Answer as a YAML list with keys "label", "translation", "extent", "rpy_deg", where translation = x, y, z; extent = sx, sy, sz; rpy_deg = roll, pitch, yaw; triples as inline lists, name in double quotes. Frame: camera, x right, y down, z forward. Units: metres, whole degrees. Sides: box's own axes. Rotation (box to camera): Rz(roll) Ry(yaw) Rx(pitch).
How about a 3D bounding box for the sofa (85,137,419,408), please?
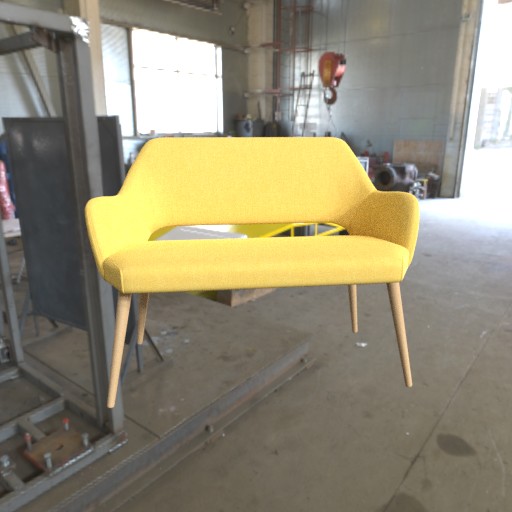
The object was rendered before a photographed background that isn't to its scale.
- label: "sofa"
  translation: [0.000, 0.000, 1.647]
  extent: [1.150, 0.840, 0.610]
  rpy_deg: [-2, 16, -6]
